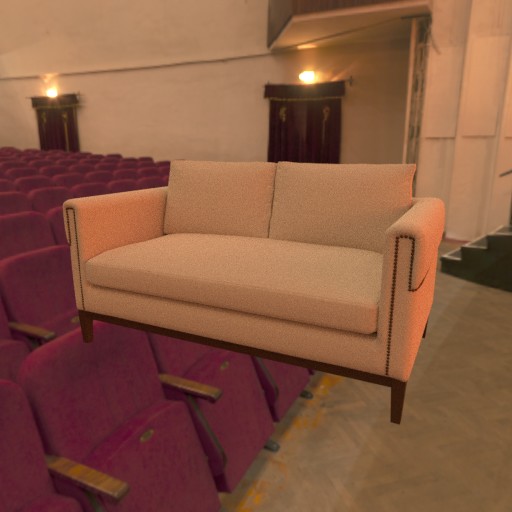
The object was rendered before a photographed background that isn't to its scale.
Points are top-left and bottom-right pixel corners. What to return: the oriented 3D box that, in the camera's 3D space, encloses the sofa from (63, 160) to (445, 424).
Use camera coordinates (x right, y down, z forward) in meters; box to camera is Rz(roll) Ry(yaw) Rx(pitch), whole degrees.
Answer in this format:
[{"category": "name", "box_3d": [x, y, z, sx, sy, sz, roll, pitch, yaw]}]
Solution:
[{"category": "sofa", "box_3d": [0.000, 0.000, 2.127, 1.598, 0.873, 0.905, 7, 16, 25]}]
